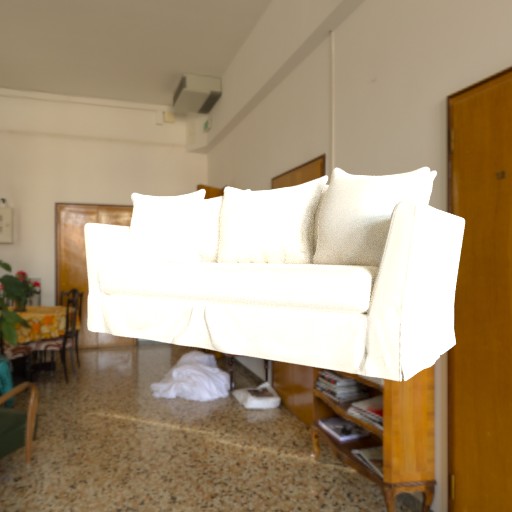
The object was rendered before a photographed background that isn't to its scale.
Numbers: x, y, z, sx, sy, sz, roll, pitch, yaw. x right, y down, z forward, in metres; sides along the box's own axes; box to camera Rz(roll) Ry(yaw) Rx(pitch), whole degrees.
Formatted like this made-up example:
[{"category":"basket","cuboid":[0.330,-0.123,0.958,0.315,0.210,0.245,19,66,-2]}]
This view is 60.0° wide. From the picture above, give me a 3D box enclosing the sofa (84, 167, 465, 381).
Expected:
[{"category":"sofa","cuboid":[0.000,0.000,2.838,2.290,1.034,1.031,0,0,36]}]
